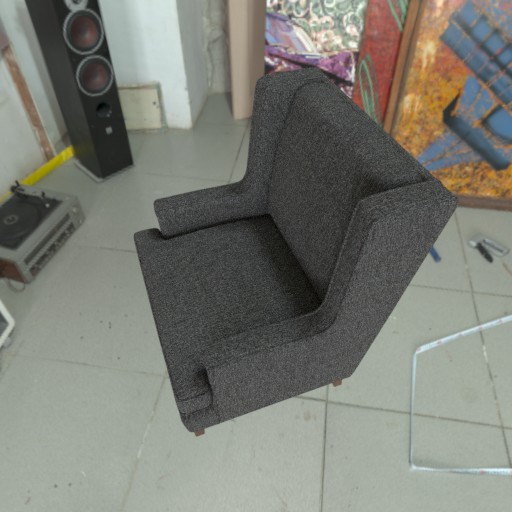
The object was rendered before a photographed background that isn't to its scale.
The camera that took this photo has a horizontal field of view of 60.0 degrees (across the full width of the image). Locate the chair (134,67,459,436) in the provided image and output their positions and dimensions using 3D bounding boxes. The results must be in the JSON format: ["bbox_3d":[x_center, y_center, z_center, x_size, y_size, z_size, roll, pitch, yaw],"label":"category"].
[{"bbox_3d":[0.000,0.000,1.843,0.927,1.082,0.942,-15,48,-14],"label":"chair"}]
